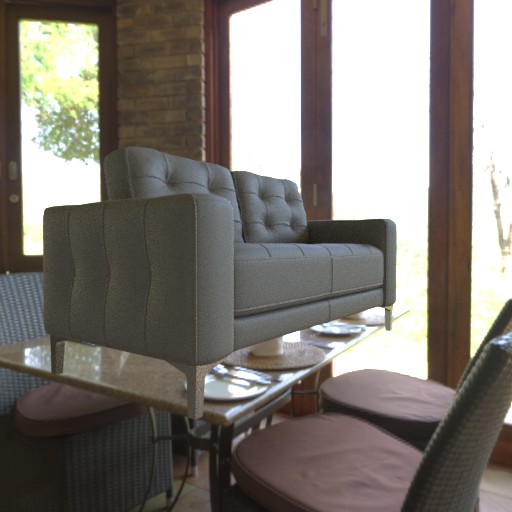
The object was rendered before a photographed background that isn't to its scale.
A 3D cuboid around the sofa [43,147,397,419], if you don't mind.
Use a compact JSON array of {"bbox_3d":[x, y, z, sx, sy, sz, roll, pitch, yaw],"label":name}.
[{"bbox_3d":[0.000,0.000,2.147,0.833,0.893,1.726,1,2,36],"label":"sofa"}]
